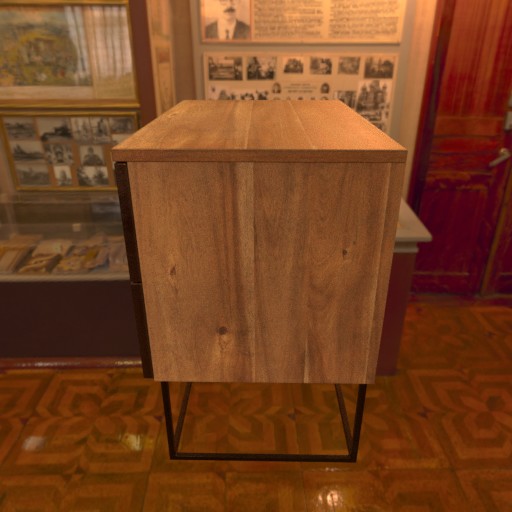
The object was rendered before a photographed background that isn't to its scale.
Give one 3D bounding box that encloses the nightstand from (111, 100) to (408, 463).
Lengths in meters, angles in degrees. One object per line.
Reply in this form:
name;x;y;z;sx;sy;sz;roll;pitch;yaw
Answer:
nightstand;0.000;0.000;1.011;0.427;0.611;0.605;0;25;1
